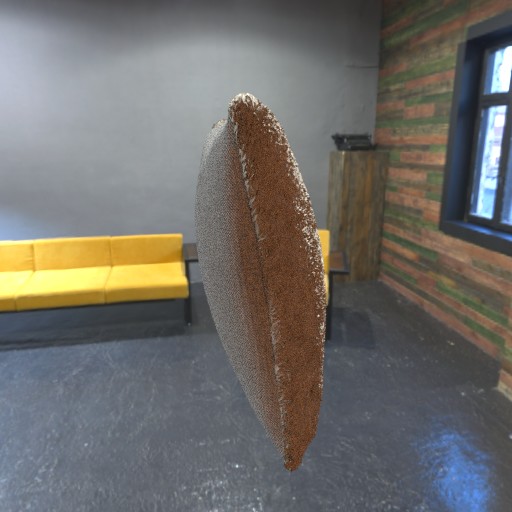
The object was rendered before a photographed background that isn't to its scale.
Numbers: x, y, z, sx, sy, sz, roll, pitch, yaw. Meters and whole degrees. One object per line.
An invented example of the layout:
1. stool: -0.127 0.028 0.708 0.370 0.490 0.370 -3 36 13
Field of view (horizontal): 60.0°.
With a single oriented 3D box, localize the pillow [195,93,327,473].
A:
1. pillow: 0.000 0.000 0.814 0.218 0.515 0.529 -2 14 -8
